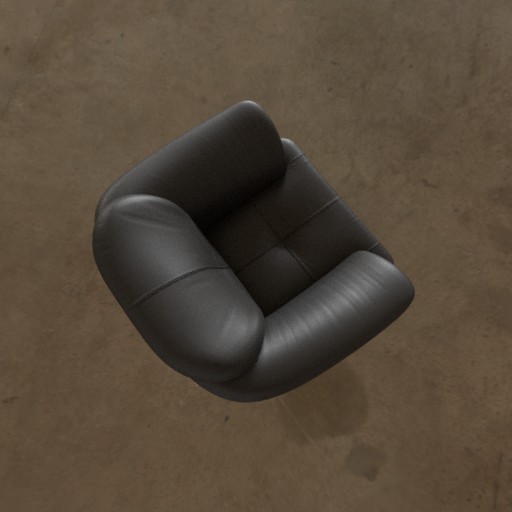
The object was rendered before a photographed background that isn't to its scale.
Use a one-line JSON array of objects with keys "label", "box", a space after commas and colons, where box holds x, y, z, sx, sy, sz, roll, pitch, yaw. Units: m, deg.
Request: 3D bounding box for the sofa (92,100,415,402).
[{"label": "sofa", "box": [0.000, 0.000, 1.506, 0.794, 0.811, 0.870, -36, 79, -8]}]
